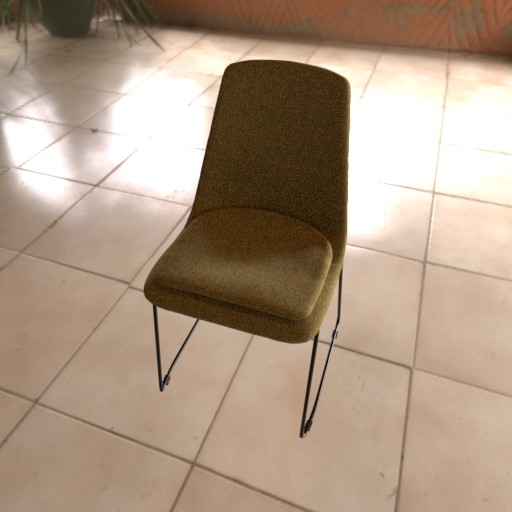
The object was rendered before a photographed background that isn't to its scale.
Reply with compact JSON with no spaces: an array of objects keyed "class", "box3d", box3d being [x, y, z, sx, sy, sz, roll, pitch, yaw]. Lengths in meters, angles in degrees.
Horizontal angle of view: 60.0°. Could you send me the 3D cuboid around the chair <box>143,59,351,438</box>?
[{"class":"chair","box3d":[0.000,0.000,1.175,0.479,0.849,0.496,13,44,14]}]
